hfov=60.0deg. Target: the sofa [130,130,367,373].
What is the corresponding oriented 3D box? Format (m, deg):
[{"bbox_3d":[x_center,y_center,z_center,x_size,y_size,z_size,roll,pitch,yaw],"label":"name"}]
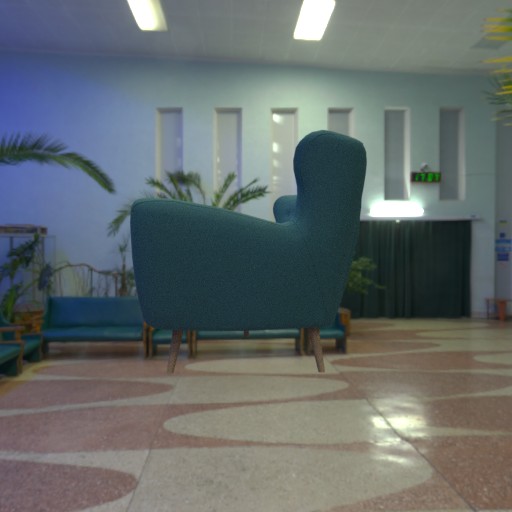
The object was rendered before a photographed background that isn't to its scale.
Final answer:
[{"bbox_3d":[0.000,0.000,2.428,0.889,0.890,1.930,0,0,0],"label":"sofa"}]
